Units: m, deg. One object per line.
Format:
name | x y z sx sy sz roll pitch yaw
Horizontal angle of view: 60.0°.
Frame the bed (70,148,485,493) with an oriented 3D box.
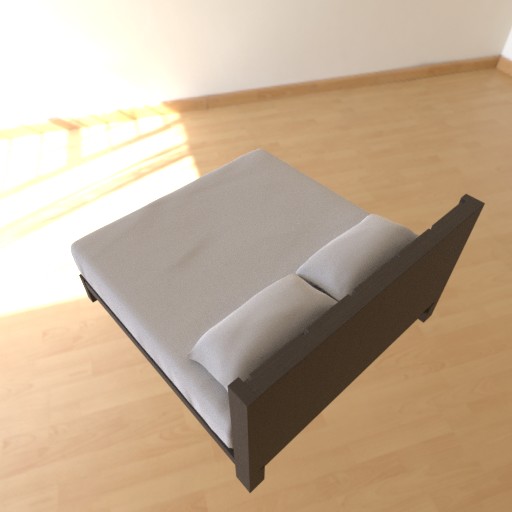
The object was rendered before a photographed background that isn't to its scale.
bed | 0.000 0.000 3.511 2.143 1.261 2.238 -33 55 -28
